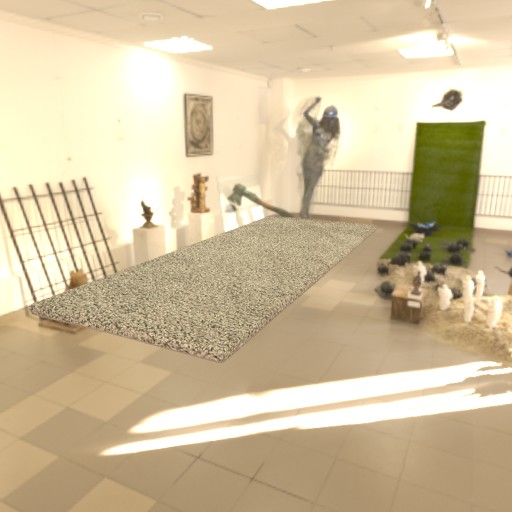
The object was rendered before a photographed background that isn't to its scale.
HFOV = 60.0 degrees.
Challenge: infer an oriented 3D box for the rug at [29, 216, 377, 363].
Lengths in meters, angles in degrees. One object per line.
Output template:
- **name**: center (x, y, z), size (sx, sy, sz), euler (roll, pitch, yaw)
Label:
- **rug**: center (0.000, 0.000, 1.713), size (0.609, 0.030, 1.524), euler (8, 17, 26)
